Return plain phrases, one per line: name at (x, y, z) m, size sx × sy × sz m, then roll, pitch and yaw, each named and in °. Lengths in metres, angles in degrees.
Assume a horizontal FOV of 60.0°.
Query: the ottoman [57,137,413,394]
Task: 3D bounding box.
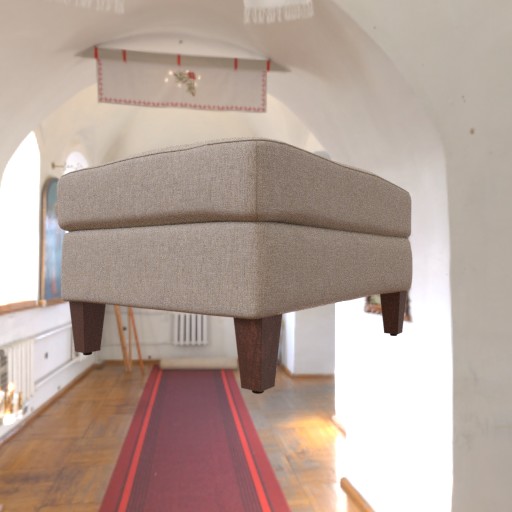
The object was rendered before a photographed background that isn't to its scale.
ottoman at (0.000, 0.000, 1.307) m, size 0.677 × 0.519 × 0.898 m, roll 0°, pitch 0°, yaw 36°
